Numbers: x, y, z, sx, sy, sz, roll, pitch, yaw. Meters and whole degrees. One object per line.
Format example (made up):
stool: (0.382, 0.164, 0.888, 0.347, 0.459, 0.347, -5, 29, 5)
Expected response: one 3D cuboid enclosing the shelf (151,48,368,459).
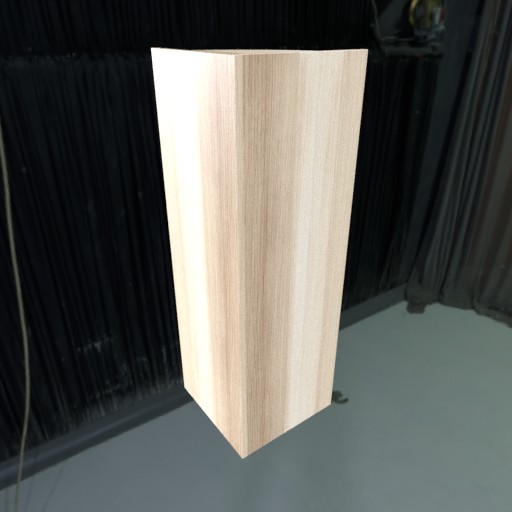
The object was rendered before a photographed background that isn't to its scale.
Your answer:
shelf: (0.000, 0.000, 1.028, 0.290, 0.872, 0.290, -19, 33, -32)
